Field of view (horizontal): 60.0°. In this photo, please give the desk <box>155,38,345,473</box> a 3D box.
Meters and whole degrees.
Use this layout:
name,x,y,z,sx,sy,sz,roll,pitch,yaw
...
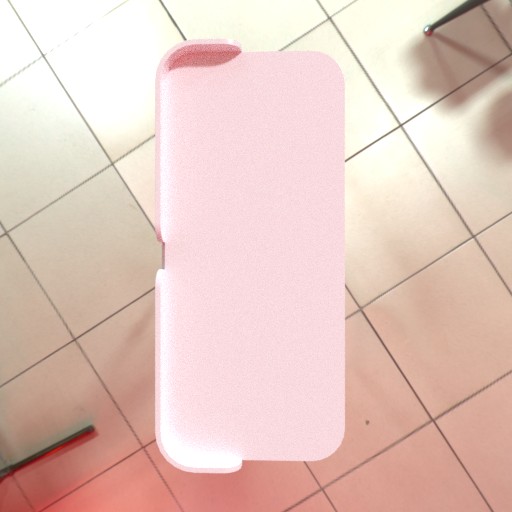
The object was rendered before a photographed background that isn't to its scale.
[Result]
name,x,y,z,sx,sy,sz,roll,pitch,yaw
desk,0.000,0.000,1.629,0.534,0.807,1.206,0,90,2
